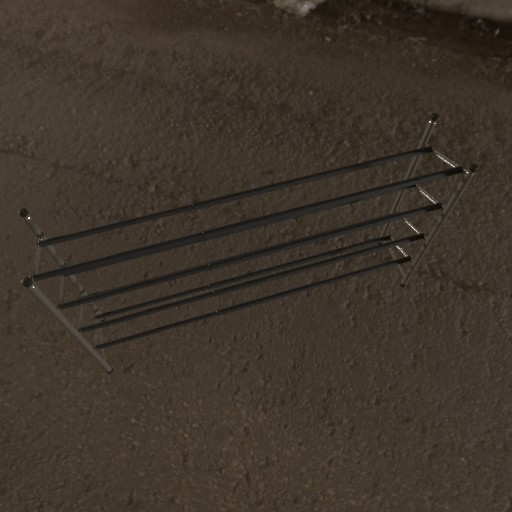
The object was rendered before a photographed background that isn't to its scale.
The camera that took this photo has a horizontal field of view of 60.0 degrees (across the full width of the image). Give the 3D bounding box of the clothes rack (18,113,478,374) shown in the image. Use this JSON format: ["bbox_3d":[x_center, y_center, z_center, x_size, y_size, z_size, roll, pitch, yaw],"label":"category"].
[{"bbox_3d":[0.000,0.000,1.418,1.168,0.672,0.229,-15,60,-9],"label":"clothes rack"}]
